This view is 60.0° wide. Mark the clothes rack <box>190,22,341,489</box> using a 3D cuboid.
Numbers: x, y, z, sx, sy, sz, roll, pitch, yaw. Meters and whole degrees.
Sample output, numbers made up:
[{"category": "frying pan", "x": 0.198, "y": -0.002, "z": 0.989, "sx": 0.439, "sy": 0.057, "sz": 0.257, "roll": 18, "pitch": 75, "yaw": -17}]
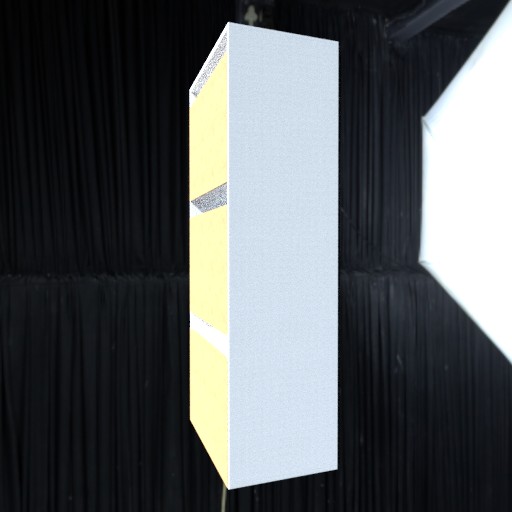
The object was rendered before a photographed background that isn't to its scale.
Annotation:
[{"category": "clothes rack", "x": 0.000, "y": 0.000, "z": 1.416, "sx": 0.330, "sy": 1.187, "sz": 0.500, "roll": 0, "pitch": 1, "yaw": -20}]
